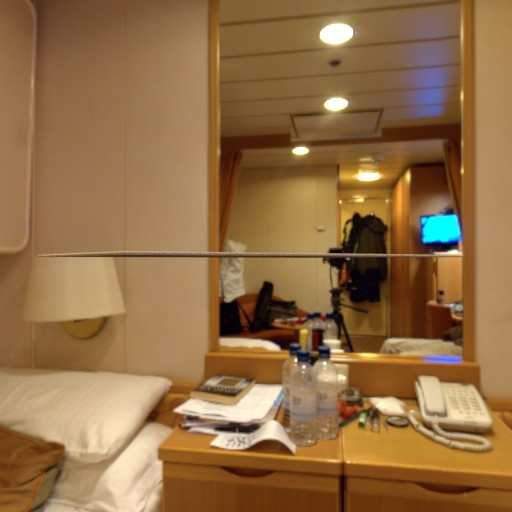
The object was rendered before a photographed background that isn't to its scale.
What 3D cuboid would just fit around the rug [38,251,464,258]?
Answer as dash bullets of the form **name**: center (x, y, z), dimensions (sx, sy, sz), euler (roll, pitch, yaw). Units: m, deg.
- **rug**: center (0.000, 0.000, 2.273), dimensions (1.829, 0.010, 1.219), euler (0, -1, -36)
